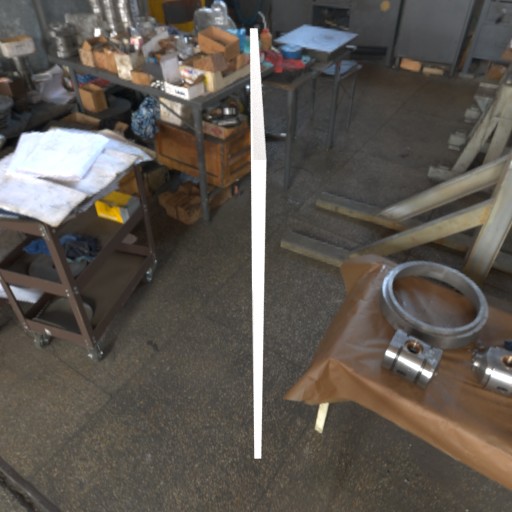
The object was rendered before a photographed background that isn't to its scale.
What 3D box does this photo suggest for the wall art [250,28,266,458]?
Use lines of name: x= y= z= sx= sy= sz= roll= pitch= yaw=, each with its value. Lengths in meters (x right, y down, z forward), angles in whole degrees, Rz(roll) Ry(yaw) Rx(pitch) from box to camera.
wall art: x=0.000 y=0.000 z=0.820 sx=0.013 sy=0.656 sz=0.456 roll=-1 pitch=42 yaw=-1
